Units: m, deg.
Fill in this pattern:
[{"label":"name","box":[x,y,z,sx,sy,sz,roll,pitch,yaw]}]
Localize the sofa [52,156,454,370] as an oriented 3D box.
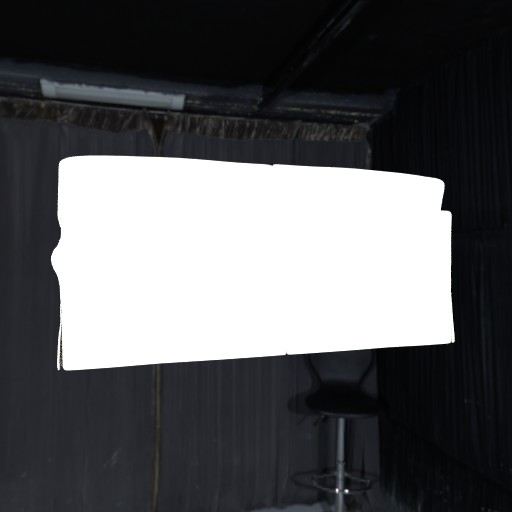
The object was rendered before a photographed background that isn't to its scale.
[{"label":"sofa","box":[0.000,0.000,2.478,2.021,0.937,0.862,0,0,-17]}]
